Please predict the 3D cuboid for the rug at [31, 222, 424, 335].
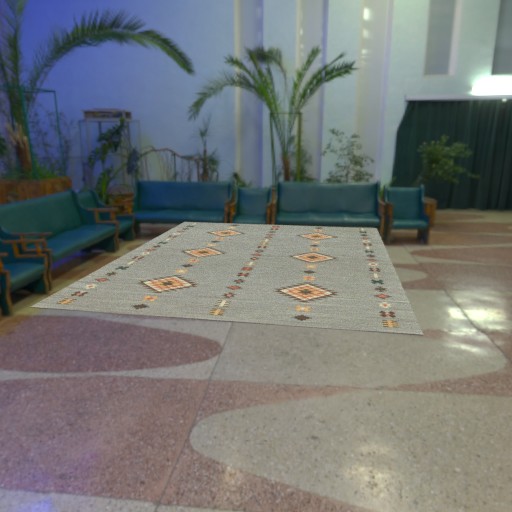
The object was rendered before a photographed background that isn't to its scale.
[{"bbox_3d":[0.000,0.000,4.099,2.425,0.008,3.035,3,15,10],"label":"rug"}]
